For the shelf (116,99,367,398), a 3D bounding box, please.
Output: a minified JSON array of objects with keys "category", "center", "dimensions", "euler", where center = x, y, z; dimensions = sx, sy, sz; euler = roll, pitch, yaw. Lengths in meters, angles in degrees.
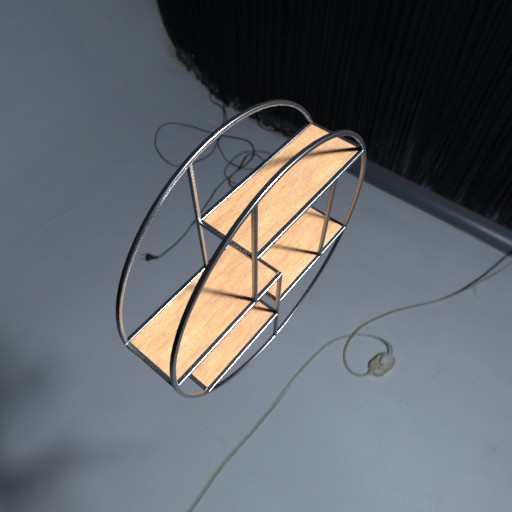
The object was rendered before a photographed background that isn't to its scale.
[{"category":"shelf","center":[0.000,0.000,1.348],"dimensions":[0.202,0.888,0.888],"euler":[34,62,21]}]
